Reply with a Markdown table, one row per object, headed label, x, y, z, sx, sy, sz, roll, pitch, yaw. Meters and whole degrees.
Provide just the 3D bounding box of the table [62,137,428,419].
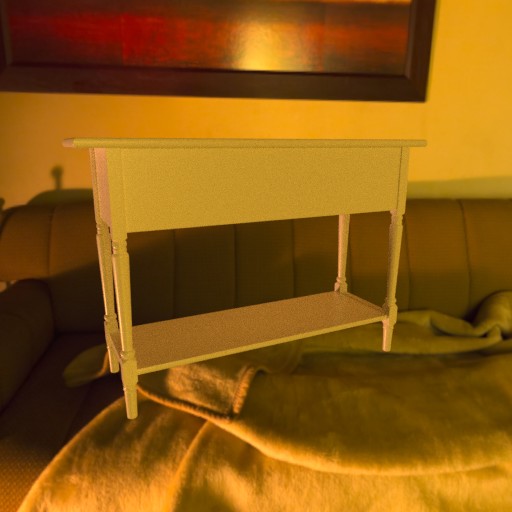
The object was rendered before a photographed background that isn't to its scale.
| label | x | y | z | sx | sy | sz | roll | pitch | yaw |
| --- | --- | --- | --- | --- | --- | --- | --- | --- | --- |
| table | 0.000 | 0.000 | 1.601 | 1.191 | 0.814 | 0.386 | -7 | 16 | -26 |
